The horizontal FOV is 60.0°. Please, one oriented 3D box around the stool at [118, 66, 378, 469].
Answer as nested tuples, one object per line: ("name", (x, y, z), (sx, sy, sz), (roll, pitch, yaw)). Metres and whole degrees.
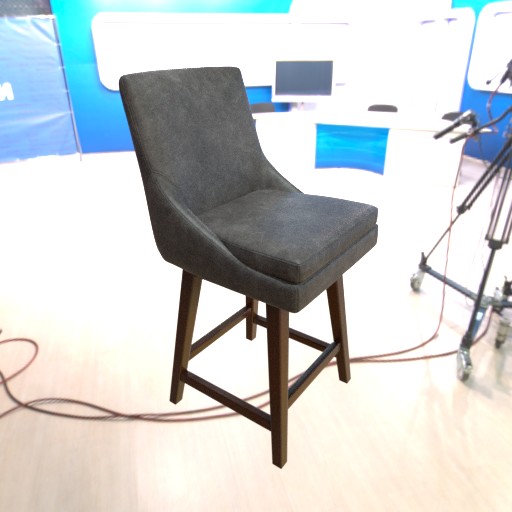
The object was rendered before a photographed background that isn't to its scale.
("stool", (0.000, 0.000, 1.360), (0.587, 1.046, 0.492), (18, 31, 32))
